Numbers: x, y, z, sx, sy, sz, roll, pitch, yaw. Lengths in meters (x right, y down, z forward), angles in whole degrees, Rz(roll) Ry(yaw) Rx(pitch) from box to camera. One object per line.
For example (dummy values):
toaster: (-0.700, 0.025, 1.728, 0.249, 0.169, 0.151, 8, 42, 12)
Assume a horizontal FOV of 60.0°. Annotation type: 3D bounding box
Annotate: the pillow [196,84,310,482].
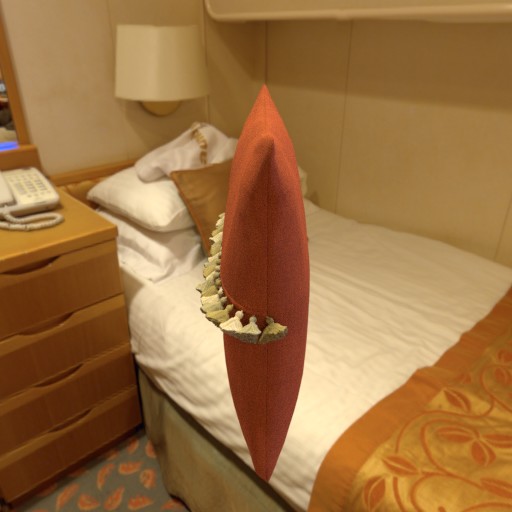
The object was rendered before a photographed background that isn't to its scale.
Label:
pillow: (0.000, 0.000, 0.729, 0.165, 0.482, 0.490, 0, 27, 1)
